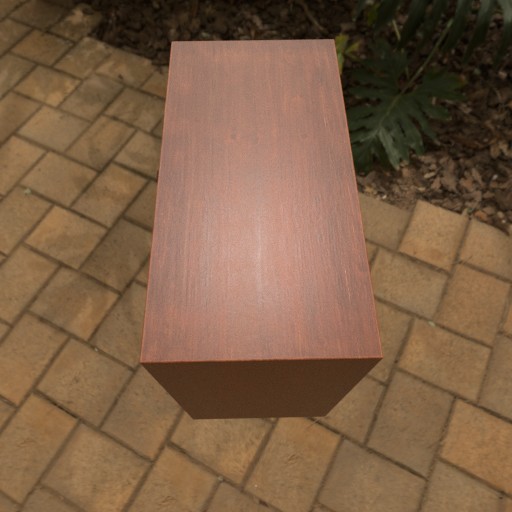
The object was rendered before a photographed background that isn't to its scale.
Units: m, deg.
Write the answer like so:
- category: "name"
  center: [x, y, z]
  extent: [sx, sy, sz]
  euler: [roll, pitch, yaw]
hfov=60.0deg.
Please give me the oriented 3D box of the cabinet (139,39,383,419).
- category: "cabinet"
  center: [0.000, 0.000, 1.260]
  extent: [0.412, 0.785, 0.796]
  euler: [-1, 63, -1]
